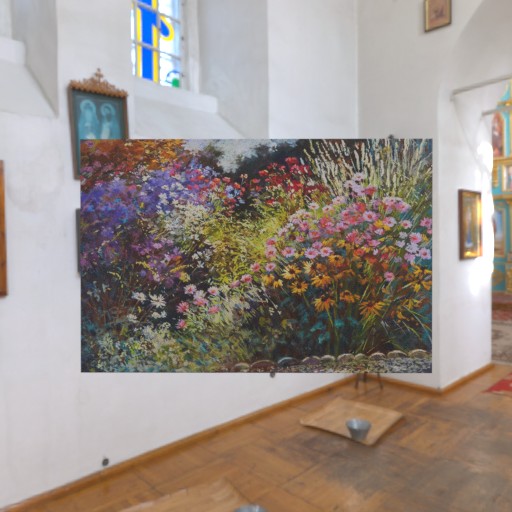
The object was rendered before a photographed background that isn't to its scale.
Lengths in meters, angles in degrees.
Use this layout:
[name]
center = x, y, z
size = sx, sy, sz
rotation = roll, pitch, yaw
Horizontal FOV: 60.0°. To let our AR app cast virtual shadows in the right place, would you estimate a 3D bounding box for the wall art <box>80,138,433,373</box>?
[wall art]
center = 0.000, 0.000, 1.163
size = 0.908, 0.604, 0.037
rotation = 0, 0, 0
